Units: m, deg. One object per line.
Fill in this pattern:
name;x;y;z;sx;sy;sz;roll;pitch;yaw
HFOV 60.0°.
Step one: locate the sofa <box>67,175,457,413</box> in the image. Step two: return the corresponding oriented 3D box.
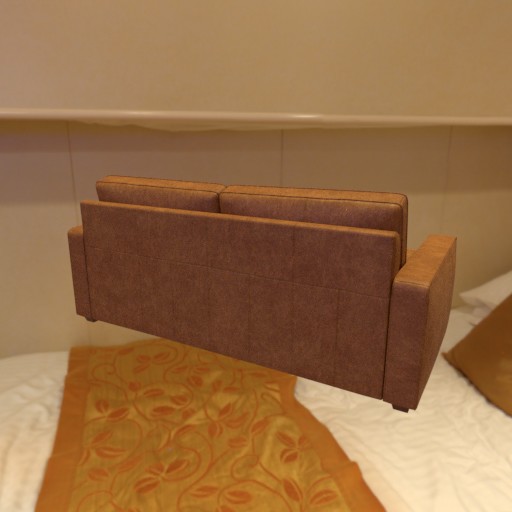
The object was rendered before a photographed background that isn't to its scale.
sofa;0.000;0.000;2.652;2.156;0.928;0.991;9;18;28
